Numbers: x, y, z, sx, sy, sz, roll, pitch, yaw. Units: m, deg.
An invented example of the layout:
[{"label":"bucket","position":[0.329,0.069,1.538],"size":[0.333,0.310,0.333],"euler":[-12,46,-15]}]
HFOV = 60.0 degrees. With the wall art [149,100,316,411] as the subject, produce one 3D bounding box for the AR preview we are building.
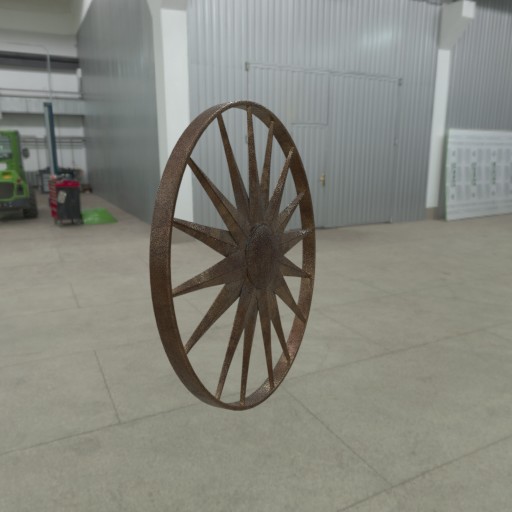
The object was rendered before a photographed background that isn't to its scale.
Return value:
[{"label":"wall art","position":[0.000,0.000,0.876],"size":[0.084,0.583,0.582],"euler":[7,15,27]}]
